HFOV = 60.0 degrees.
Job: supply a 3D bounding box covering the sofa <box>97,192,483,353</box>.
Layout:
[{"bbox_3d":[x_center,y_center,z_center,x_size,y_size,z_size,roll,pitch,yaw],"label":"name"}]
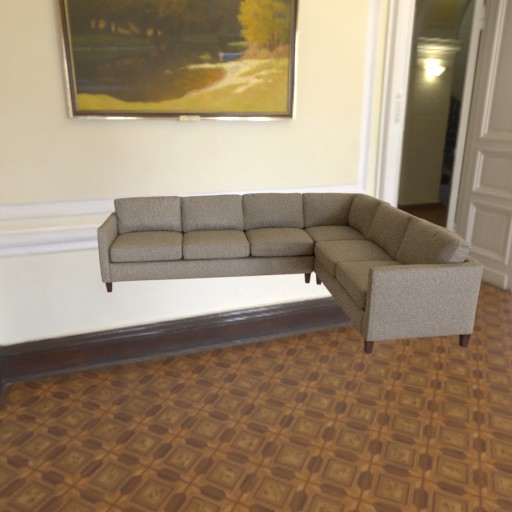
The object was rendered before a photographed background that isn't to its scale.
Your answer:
[{"bbox_3d":[0.000,0.000,4.522,3.302,0.947,2.593,-2,17,-7],"label":"sofa"}]
